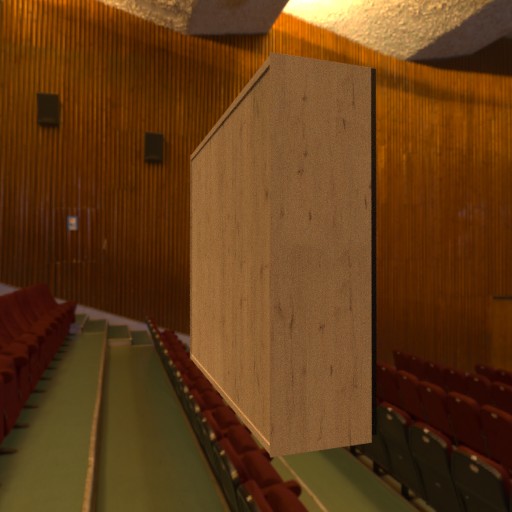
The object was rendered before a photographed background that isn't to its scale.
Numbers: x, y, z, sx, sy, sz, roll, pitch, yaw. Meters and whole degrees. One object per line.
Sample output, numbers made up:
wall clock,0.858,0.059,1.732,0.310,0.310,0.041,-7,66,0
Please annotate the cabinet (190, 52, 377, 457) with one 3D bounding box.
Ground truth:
cabinet,0.000,0.000,3.672,0.660,2.180,2.500,0,0,-18
